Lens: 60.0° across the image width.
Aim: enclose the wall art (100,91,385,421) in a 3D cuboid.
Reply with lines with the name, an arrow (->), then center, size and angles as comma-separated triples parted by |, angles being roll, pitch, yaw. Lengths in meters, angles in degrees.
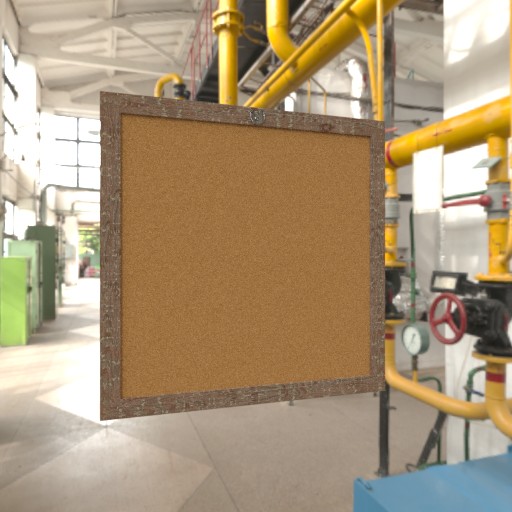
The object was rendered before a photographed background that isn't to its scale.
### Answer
wall art -> 0.000, 0.000, 0.578 | 0.384, 0.384, 0.012 | 0, 0, -18
